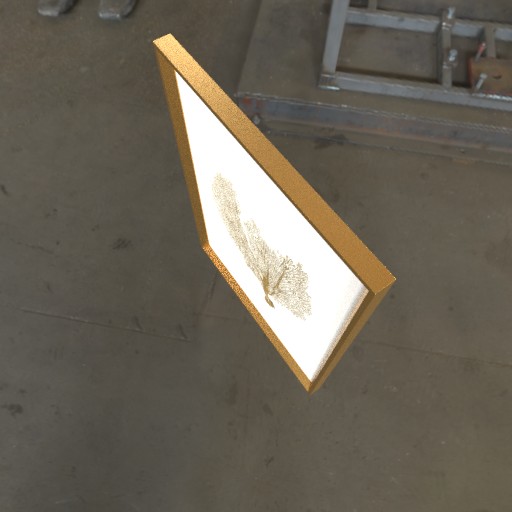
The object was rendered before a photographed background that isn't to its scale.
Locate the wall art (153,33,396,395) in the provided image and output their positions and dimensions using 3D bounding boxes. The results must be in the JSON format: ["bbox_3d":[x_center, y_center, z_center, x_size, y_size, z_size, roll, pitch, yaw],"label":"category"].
[{"bbox_3d":[0.000,0.000,1.071,0.038,0.812,0.610,-32,68,-15],"label":"wall art"}]
